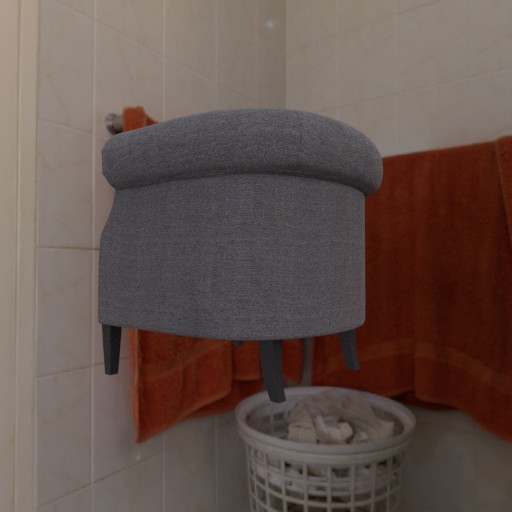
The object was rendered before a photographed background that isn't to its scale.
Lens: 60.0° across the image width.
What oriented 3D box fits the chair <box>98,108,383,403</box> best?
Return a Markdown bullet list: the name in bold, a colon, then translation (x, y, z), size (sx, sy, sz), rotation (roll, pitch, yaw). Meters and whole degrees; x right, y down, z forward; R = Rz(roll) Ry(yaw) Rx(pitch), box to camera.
- **chair**: translation (0.000, 0.000, 1.603), size (0.852, 0.827, 0.905), rotation (-1, -1, 38)
